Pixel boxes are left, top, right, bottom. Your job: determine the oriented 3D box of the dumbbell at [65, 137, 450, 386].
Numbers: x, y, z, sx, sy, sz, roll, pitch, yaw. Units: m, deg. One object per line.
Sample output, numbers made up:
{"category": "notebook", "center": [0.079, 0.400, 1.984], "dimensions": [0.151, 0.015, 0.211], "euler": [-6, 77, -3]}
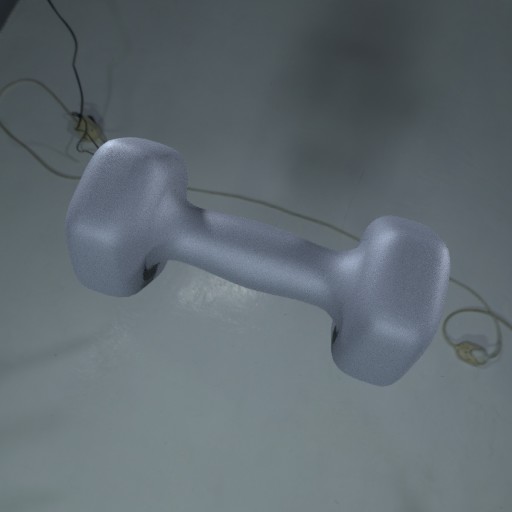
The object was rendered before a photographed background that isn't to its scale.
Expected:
{"category": "dumbbell", "center": [0.000, 0.000, 0.304], "dimensions": [0.240, 0.105, 0.116], "euler": [18, 77, 4]}
